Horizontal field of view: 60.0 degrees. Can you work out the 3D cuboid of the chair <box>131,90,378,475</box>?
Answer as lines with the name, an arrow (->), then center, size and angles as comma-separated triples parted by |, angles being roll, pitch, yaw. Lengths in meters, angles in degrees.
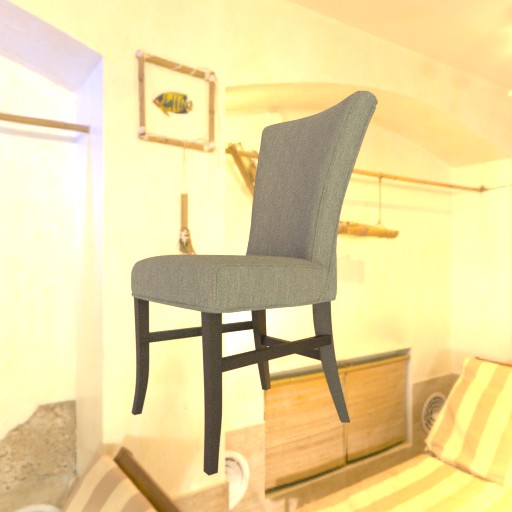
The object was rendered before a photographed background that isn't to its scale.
chair -> 0.000, 0.000, 1.377 | 0.660, 0.991, 0.520 | 0, 0, -36
